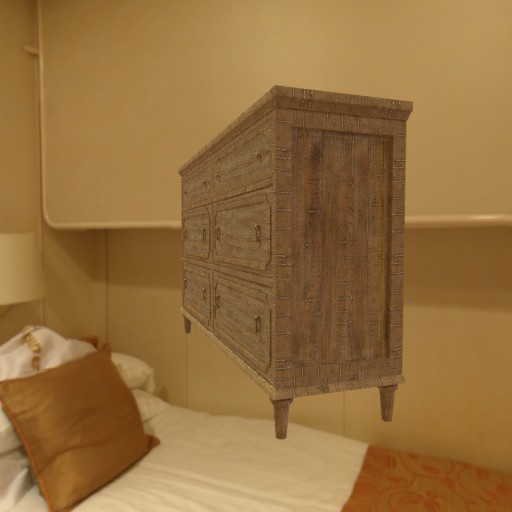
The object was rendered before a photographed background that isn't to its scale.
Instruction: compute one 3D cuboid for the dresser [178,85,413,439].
[{"bbox_3d":[0.000,0.000,2.080,0.457,1.016,1.626,-1,3,-19],"label":"dresser"}]
